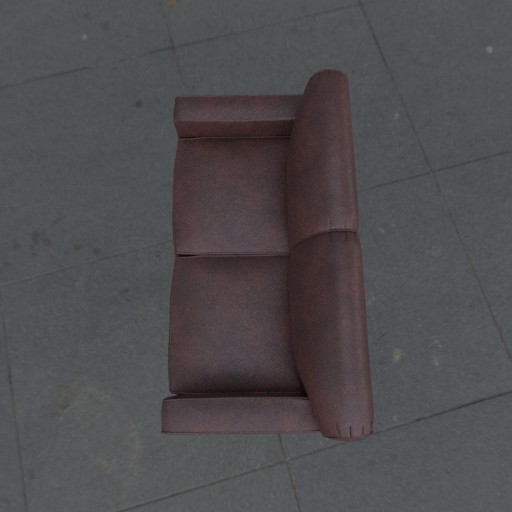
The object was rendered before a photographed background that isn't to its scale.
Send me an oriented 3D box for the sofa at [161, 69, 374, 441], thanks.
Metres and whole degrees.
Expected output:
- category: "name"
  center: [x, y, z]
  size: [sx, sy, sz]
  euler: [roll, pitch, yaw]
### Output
- category: "sofa"
  center: [0.000, 0.000, 2.481]
  size: [1.000, 0.966, 1.856]
  euler: [-1, 75, 0]
